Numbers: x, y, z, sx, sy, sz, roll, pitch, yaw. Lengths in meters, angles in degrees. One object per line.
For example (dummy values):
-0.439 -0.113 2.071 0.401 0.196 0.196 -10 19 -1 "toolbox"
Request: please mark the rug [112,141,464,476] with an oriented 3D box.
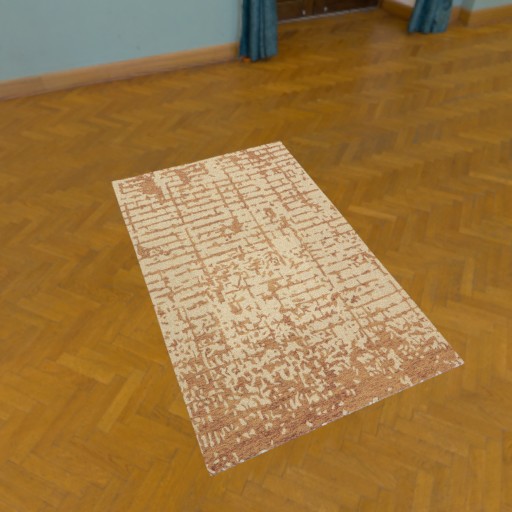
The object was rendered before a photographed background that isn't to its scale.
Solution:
0.000 0.000 3.055 1.517 0.011 2.435 -17 50 -15 "rug"
